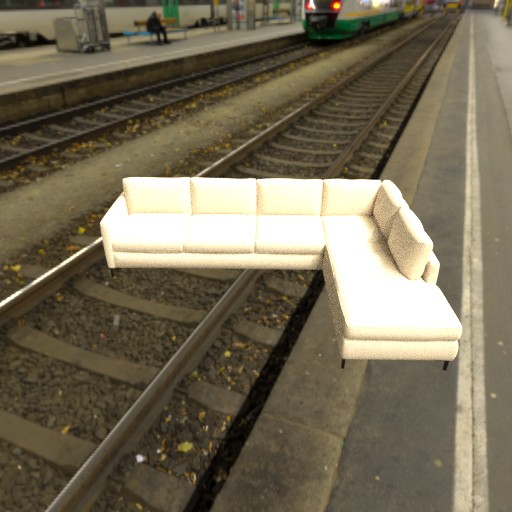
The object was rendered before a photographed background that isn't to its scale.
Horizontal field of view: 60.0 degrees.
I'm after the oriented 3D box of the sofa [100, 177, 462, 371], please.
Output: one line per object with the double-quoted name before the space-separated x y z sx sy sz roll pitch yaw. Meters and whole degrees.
"sofa" 0.000 0.000 3.948 2.949 0.815 2.007 1 30 1
